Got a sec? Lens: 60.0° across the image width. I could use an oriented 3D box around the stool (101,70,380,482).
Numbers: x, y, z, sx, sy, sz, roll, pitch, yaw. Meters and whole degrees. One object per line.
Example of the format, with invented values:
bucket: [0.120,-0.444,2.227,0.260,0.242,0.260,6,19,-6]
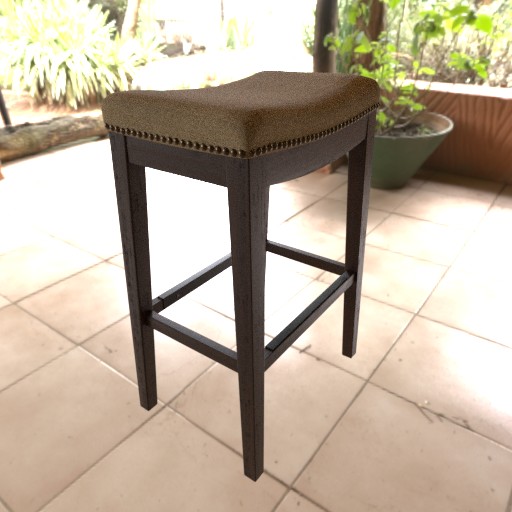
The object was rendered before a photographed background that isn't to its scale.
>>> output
stool: [0.000,0.000,1.038,0.363,0.768,0.509,19,34,31]
